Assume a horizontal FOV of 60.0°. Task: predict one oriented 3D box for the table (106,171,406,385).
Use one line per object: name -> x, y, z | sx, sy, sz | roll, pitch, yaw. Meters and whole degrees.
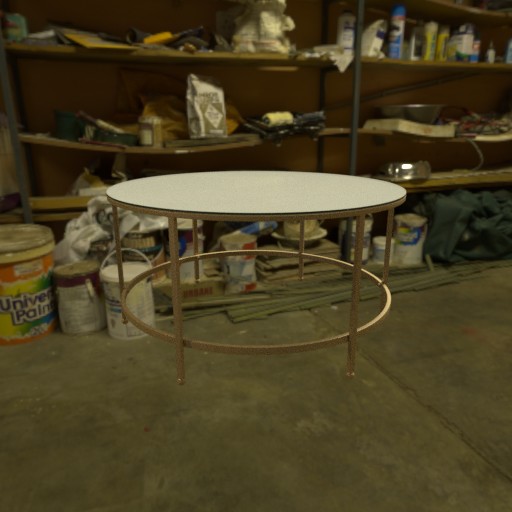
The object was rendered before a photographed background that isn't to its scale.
table -> 0.000, 0.000, 1.484 | 0.914, 0.470, 0.914 | 0, 17, 0
